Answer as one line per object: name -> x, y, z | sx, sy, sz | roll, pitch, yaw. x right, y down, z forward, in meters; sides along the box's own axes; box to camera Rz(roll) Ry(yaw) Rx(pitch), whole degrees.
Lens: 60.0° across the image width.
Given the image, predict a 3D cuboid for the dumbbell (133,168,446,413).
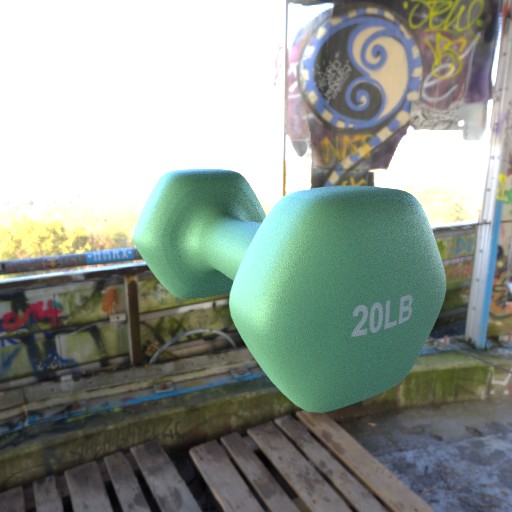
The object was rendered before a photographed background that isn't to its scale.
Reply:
dumbbell -> 0.000, 0.000, 0.326 | 0.129, 0.117, 0.260 | -8, 16, -27
